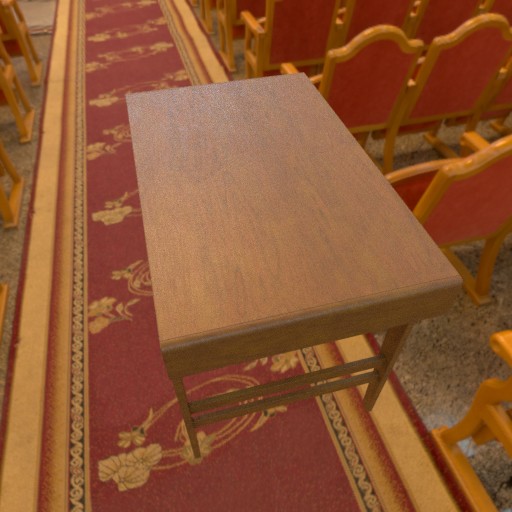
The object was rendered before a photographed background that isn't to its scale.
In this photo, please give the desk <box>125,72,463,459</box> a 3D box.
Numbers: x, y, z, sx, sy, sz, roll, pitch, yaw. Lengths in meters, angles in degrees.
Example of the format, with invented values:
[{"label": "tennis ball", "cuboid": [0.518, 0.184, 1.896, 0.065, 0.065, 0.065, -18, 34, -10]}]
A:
[{"label": "desk", "cuboid": [0.000, 0.000, 1.527, 0.660, 0.754, 1.066, -11, 48, -10]}]
